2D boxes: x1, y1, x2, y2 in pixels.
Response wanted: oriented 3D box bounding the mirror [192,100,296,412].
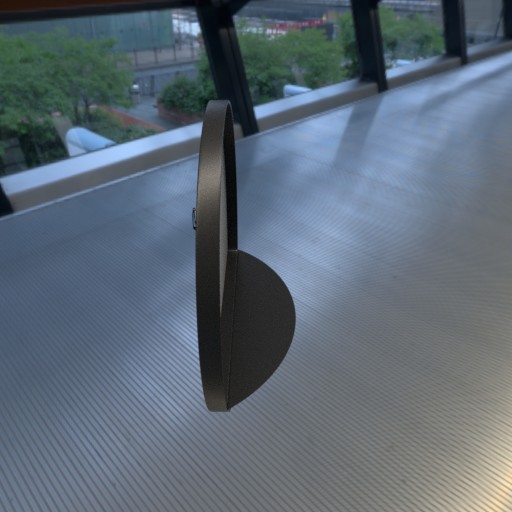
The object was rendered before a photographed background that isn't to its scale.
[{"bbox_3d":[0.000,0.000,0.689,0.133,0.457,0.457,0,33,0],"label":"mirror"}]
